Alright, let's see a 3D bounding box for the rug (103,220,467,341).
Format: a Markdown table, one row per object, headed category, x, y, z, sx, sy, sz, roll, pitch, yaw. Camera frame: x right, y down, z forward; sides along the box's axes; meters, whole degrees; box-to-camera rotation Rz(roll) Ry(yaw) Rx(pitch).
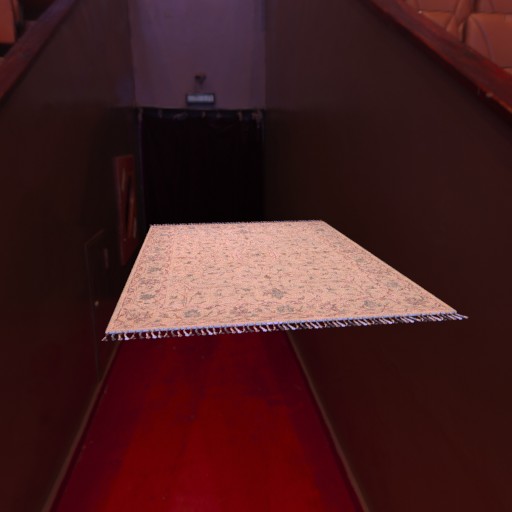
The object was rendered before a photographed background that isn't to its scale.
| category | x | y | z | sx | sy | sz | roll | pitch | yaw |
| --- | --- | --- | --- | --- | --- | --- | --- | --- | --- |
| rug | 0.000 | 0.000 | 2.310 | 1.247 | 0.008 | 1.802 | -2 | 16 | -8 |
